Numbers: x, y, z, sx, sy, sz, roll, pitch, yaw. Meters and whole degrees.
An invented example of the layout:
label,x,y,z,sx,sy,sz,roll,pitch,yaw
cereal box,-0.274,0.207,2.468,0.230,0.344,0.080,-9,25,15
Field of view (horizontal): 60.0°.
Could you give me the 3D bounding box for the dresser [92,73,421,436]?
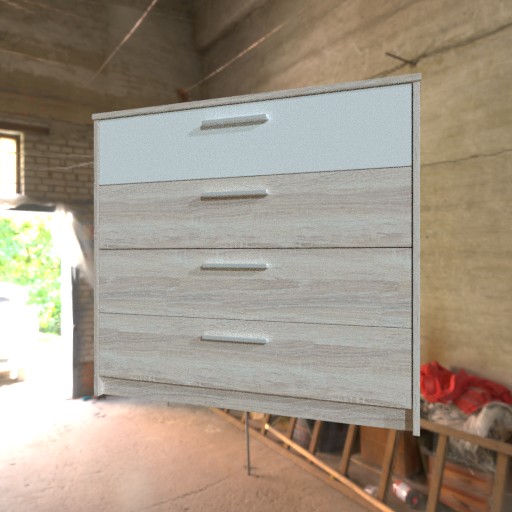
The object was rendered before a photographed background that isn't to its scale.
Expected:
label,x,y,z,sx,sy,sz,roll,pitch,yaw
dresser,0.000,0.000,1.415,0.980,0.900,0.380,0,0,19
